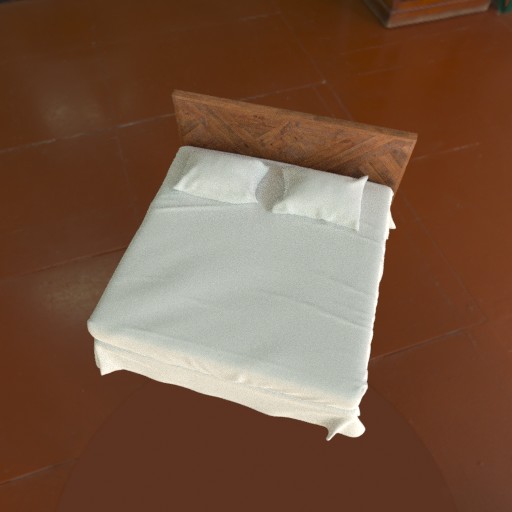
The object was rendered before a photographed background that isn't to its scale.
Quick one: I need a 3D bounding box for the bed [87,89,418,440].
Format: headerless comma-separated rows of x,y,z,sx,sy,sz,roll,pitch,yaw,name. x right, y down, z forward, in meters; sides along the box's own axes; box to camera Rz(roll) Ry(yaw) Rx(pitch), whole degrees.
0.000,0.000,3.501,2.255,1.158,2.165,13,58,8,bed
